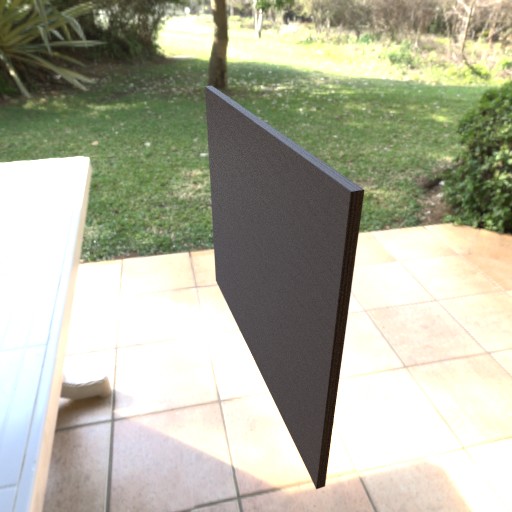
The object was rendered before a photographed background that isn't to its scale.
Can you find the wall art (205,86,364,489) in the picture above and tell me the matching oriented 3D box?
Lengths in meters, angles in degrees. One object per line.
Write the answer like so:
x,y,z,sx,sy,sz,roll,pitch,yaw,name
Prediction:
0.000,0.000,0.671,0.013,0.406,0.508,-10,32,-16,wall art
